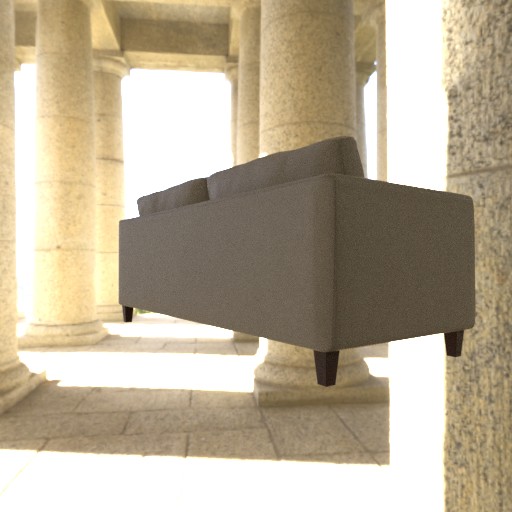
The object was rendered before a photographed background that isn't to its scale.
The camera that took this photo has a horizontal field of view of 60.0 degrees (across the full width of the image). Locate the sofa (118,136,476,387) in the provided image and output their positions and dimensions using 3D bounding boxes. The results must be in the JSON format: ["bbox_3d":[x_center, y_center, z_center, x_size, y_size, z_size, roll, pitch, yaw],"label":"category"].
[{"bbox_3d":[0.000,0.000,2.611,0.948,0.932,2.181,1,-1,-36],"label":"sofa"}]
